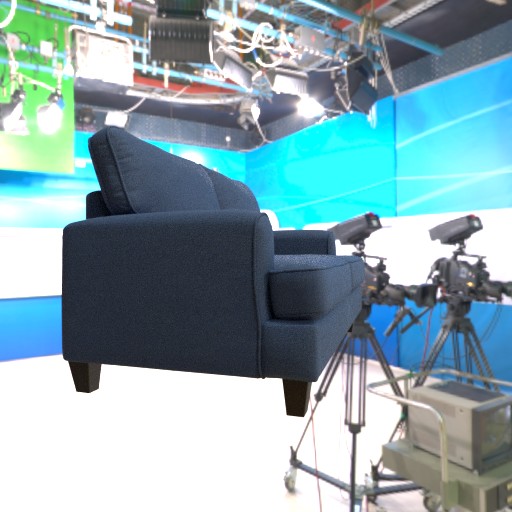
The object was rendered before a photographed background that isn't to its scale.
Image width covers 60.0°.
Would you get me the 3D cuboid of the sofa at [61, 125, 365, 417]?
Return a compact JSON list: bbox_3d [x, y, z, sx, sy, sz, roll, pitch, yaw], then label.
[{"bbox_3d":[0.000,0.000,2.191,0.965,0.965,1.651,0,1,18],"label":"sofa"}]
